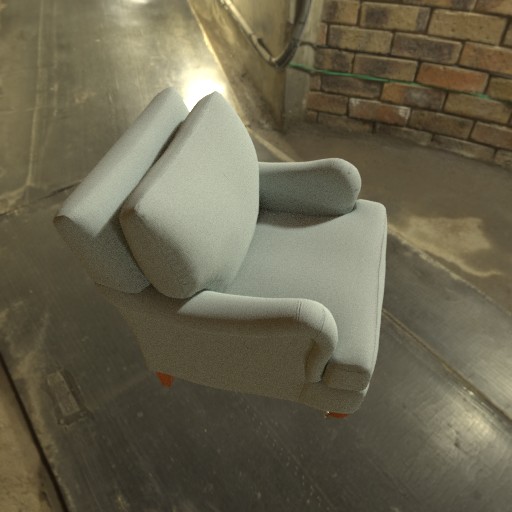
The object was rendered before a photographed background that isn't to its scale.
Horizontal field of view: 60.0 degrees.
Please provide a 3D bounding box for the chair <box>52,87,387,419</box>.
[{"bbox_3d":[0.000,0.000,1.860,1.070,1.038,0.955,11,47,10],"label":"chair"}]
